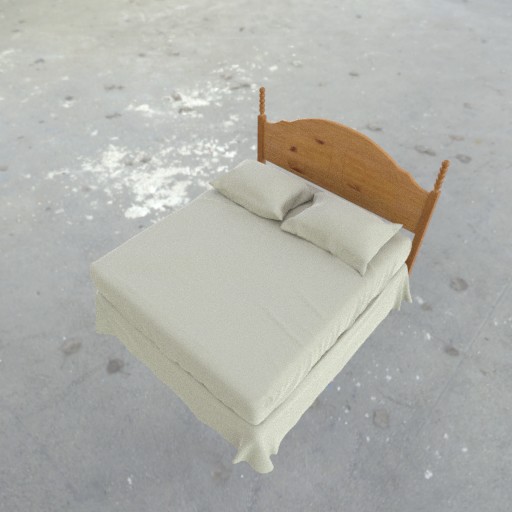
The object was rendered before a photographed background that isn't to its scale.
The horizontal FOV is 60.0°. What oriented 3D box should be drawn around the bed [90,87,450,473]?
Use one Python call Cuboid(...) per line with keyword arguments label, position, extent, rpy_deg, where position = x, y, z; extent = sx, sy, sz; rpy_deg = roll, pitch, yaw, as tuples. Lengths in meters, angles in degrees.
Cuboid(label="bed", position=(0.000, 0.000, 3.231), extent=(1.873, 1.356, 2.040), rpy_deg=(32, 54, 28))
